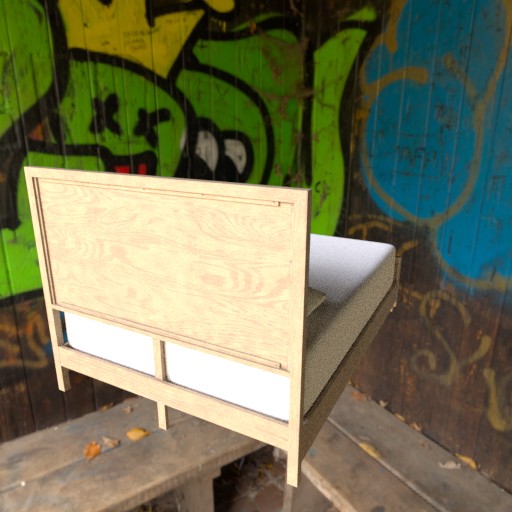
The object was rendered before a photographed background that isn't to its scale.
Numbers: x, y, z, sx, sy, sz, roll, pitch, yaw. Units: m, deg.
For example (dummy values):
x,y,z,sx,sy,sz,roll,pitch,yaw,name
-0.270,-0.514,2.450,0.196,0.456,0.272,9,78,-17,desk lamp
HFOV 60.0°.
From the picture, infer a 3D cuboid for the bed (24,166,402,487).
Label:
x,y,z,sx,sy,sz,roll,pitch,yaw,name
0.000,0.000,3.106,1.606,1.369,2.189,9,20,27,bed
